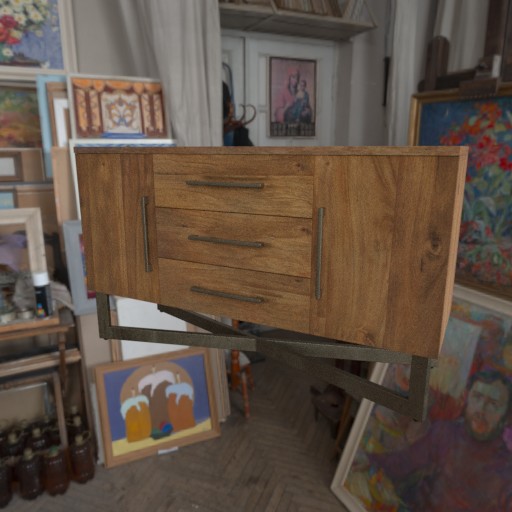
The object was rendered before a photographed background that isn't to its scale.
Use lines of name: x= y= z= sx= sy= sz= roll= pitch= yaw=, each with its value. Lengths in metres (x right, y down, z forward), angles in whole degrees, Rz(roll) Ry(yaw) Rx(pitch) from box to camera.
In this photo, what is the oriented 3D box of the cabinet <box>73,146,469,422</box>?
cabinet: x=0.000 y=0.000 z=1.694 sx=1.373 sy=0.812 sz=0.480 roll=7 pitch=15 yaw=27
